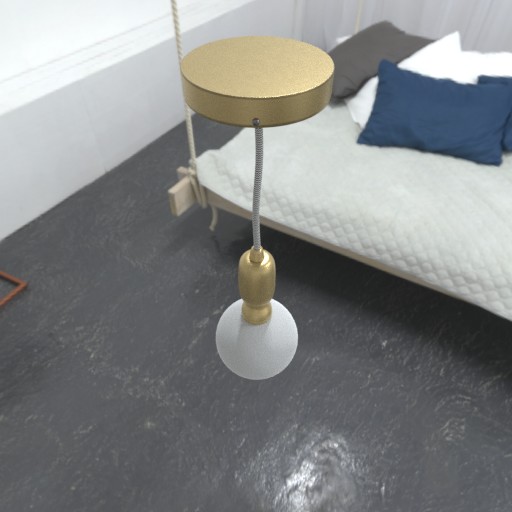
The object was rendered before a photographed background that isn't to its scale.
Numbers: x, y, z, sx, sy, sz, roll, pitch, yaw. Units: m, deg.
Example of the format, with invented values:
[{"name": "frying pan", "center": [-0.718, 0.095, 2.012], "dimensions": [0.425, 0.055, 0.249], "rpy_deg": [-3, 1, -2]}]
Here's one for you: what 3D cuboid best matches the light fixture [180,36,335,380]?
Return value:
[{"name": "light fixture", "center": [0.000, 0.000, 0.594], "dimensions": [0.146, 0.510, 0.147], "rpy_deg": [8, 45, 8]}]
